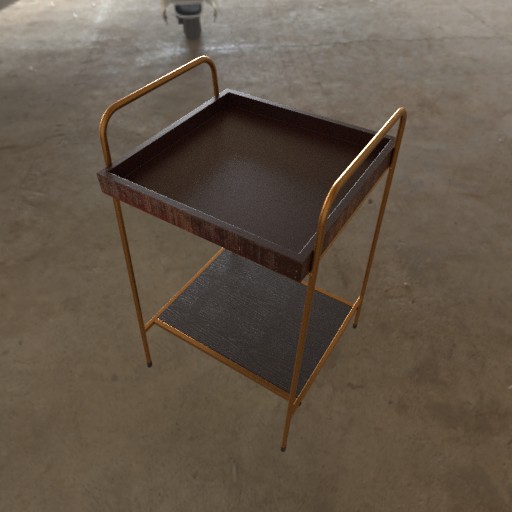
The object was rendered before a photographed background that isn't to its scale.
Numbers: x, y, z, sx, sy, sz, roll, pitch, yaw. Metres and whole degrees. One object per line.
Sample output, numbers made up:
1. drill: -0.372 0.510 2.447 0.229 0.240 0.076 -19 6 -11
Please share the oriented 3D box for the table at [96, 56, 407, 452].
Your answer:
1. table: 0.000 0.000 0.994 0.430 0.710 0.430 24 50 22
